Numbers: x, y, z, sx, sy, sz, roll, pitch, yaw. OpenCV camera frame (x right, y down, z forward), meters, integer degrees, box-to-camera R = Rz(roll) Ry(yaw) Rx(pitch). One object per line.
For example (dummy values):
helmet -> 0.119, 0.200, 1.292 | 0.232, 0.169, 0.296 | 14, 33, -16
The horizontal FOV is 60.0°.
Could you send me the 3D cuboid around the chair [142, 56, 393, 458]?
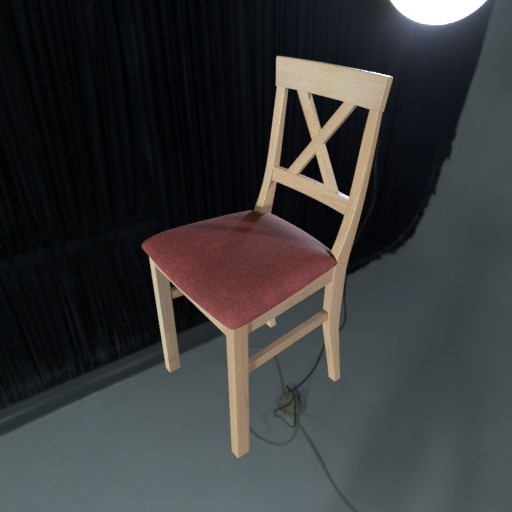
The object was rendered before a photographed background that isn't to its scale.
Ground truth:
chair -> 0.000, 0.000, 1.190 | 0.492, 0.912, 0.439 | -22, 38, -31
